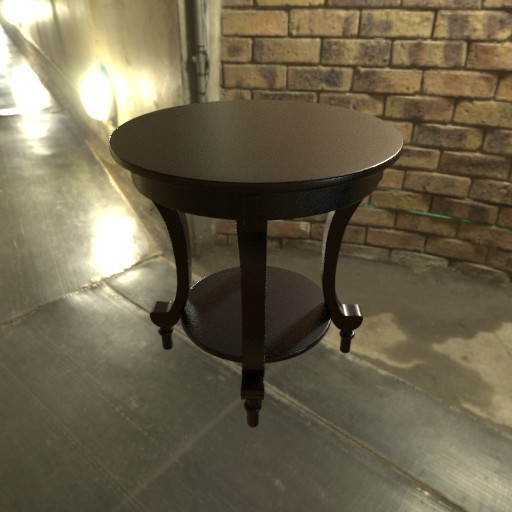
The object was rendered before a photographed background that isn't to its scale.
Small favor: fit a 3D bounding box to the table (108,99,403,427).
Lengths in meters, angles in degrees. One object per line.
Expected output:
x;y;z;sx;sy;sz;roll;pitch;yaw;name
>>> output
0.000;0.000;1.089;0.597;0.618;0.597;0;31;0;table
